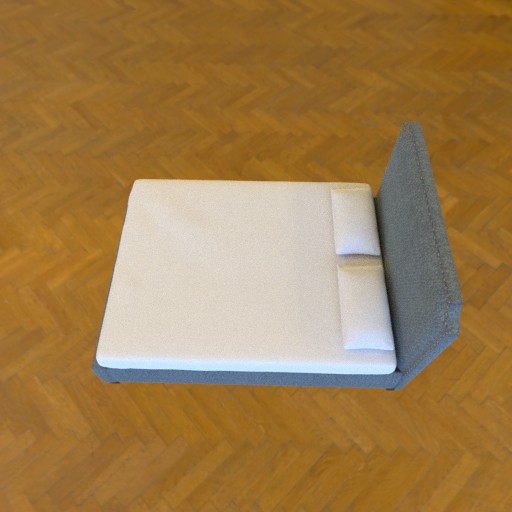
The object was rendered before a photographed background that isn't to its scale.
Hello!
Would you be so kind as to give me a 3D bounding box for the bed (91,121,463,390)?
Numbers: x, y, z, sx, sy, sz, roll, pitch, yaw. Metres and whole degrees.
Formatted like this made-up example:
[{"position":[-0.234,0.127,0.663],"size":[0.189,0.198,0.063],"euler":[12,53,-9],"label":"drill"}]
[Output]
[{"position":[0.000,0.000,3.414],"size":[2.372,1.443,1.712],"euler":[1,59,1],"label":"bed"}]
